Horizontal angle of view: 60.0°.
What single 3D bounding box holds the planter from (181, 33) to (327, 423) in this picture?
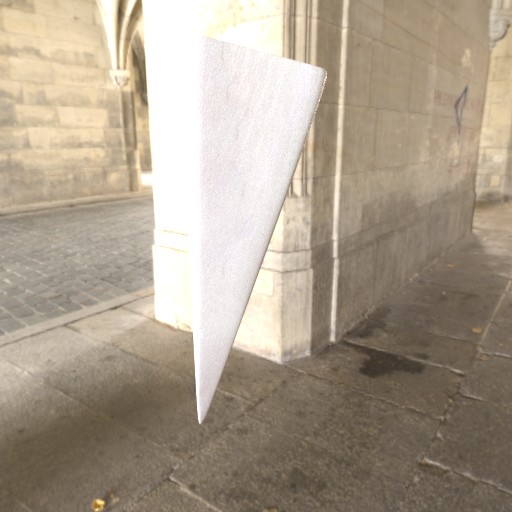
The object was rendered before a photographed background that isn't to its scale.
[{"bbox_3d":[0.000,0.000,0.269,0.081,0.224,0.101,-2,15,-9],"label":"planter"}]
